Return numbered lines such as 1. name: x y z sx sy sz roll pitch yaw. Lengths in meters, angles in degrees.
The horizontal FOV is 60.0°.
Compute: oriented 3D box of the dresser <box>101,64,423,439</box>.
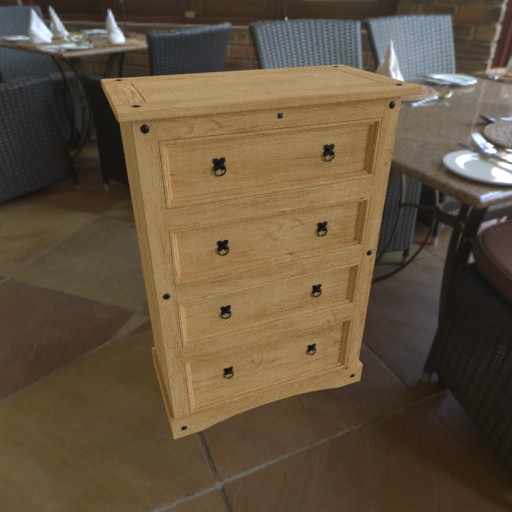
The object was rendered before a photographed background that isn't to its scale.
1. dresser: 0.000 0.000 1.748 0.915 1.300 0.485 -11 33 -18
